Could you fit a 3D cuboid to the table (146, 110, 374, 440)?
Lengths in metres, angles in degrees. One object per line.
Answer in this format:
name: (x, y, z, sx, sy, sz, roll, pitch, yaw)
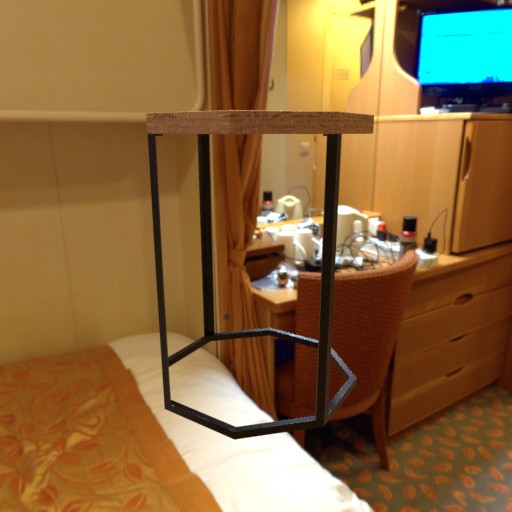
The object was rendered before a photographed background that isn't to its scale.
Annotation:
table: (0.000, 0.000, 0.916, 0.437, 0.553, 0.437, 3, 16, 10)
